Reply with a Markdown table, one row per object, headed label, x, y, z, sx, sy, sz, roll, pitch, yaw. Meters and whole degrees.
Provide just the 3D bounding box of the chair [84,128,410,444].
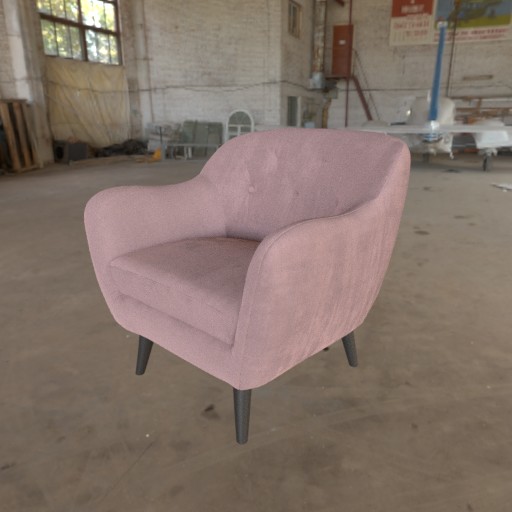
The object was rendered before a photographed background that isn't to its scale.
| label | x | y | z | sx | sy | sz | roll | pitch | yaw |
| --- | --- | --- | --- | --- | --- | --- | --- | --- | --- |
| chair | 0.000 | 0.000 | 1.508 | 0.840 | 0.820 | 0.820 | 16 | 23 | 40 |
